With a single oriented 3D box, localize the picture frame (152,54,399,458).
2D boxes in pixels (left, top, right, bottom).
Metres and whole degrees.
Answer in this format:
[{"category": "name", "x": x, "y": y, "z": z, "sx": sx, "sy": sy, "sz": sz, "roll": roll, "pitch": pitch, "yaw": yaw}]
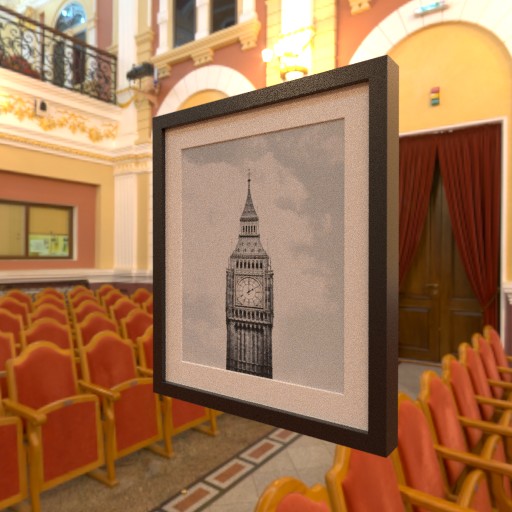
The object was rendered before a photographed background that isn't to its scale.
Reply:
[{"category": "picture frame", "x": 0.000, "y": 0.000, "z": 0.525, "sx": 0.328, "sy": 0.378, "sz": 0.034, "roll": 0, "pitch": 1, "yaw": 36}]
